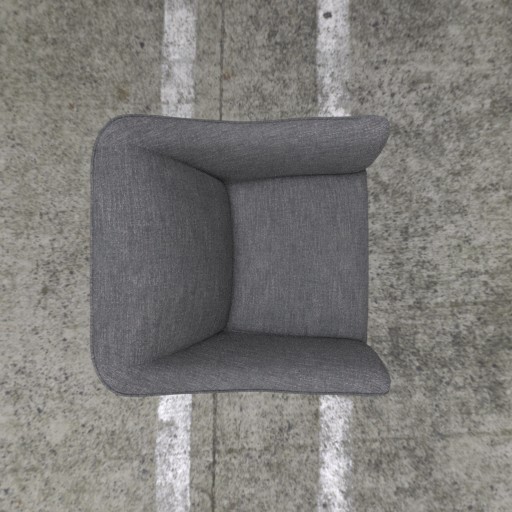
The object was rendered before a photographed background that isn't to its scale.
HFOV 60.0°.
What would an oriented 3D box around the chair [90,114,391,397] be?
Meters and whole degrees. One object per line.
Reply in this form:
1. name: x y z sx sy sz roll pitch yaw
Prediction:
1. chair: 0.000 0.000 1.531 0.851 0.829 0.870 0 90 0
